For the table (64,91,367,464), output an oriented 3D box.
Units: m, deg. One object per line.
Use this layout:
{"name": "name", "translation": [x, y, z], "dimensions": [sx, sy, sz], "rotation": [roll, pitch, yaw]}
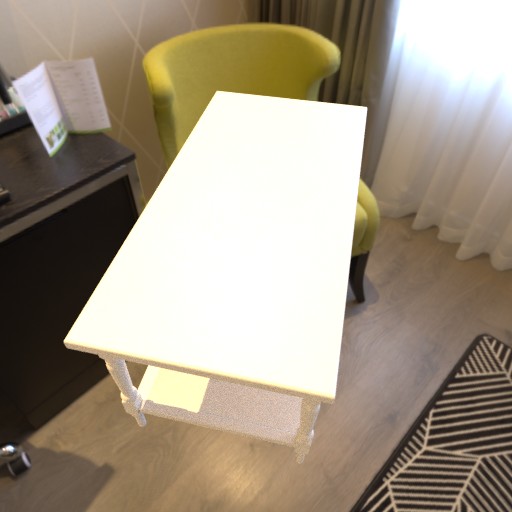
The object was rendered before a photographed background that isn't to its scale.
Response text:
{"name": "table", "translation": [0.000, 0.000, 1.410], "dimensions": [0.550, 0.510, 1.107], "rotation": [9, 47, 9]}
